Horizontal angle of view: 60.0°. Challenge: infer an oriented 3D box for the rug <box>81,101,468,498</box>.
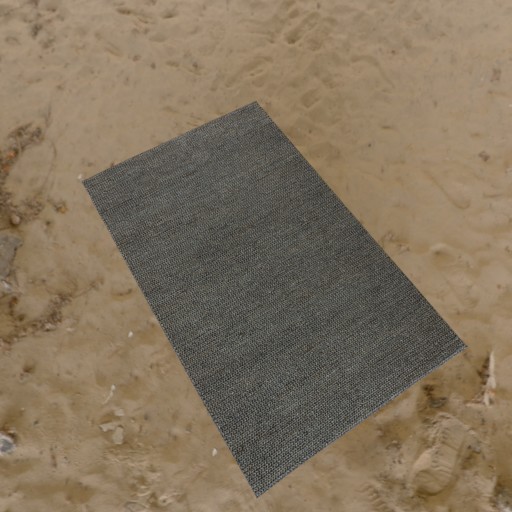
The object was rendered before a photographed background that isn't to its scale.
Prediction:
[{"bbox_3d":[0.000,0.000,3.001,1.538,0.021,2.443,-29,67,-14],"label":"rug"}]
